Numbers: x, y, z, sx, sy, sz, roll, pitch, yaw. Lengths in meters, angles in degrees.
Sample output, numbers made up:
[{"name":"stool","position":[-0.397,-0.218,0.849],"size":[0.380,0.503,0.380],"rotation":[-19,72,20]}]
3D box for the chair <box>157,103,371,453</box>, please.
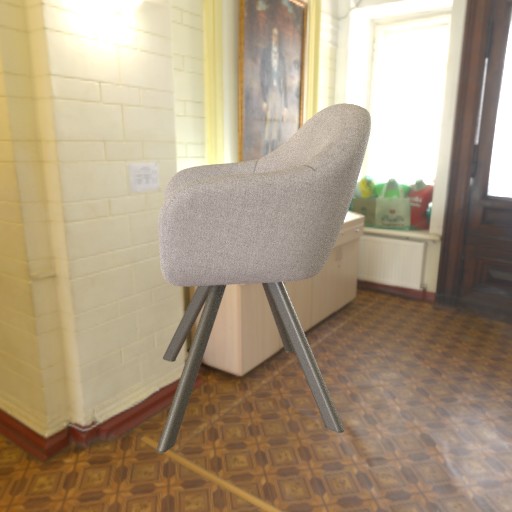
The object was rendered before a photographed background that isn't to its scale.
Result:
[{"name":"chair","position":[0.000,0.000,1.209],"size":[0.550,0.795,0.590],"rotation":[-2,14,-10]}]
